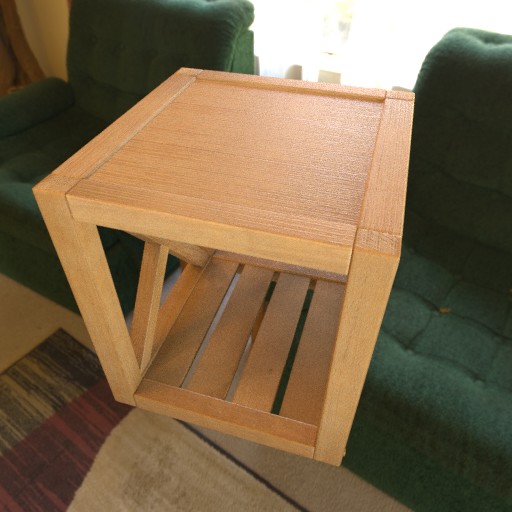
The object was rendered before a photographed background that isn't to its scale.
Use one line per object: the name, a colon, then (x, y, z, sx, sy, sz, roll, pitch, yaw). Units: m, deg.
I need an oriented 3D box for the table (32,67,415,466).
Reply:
table: (0.000, 0.000, 1.015, 0.558, 0.610, 0.559, 11, 43, 13)
